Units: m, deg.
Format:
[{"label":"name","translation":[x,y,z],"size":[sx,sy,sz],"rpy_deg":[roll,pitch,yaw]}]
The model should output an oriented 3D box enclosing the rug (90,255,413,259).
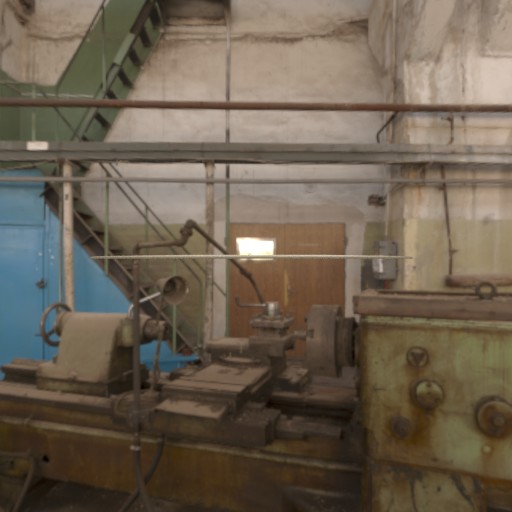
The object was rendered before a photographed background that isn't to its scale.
[{"label":"rug","translation":[0.000,0.000,3.643],"size":[1.546,0.011,3.048],"rpy_deg":[0,0,1]}]
